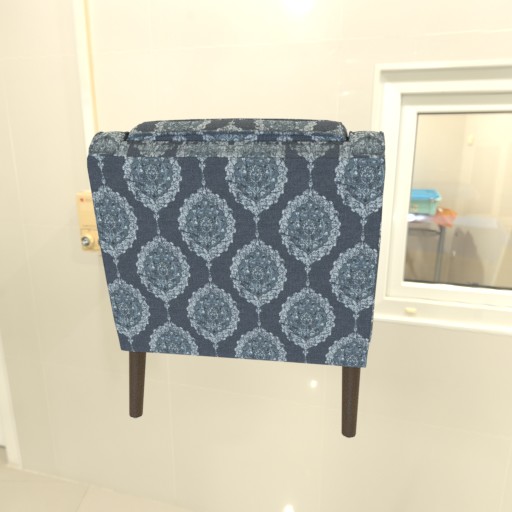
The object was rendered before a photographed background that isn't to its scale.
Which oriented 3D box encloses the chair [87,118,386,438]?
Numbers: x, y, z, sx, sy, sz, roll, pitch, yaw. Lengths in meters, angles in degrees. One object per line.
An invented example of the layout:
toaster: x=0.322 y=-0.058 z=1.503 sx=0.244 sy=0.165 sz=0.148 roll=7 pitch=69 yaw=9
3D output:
chair: x=0.000 y=0.000 z=1.367 sx=0.663 sy=0.792 sz=0.743 roll=2 pitch=15 yaw=8
